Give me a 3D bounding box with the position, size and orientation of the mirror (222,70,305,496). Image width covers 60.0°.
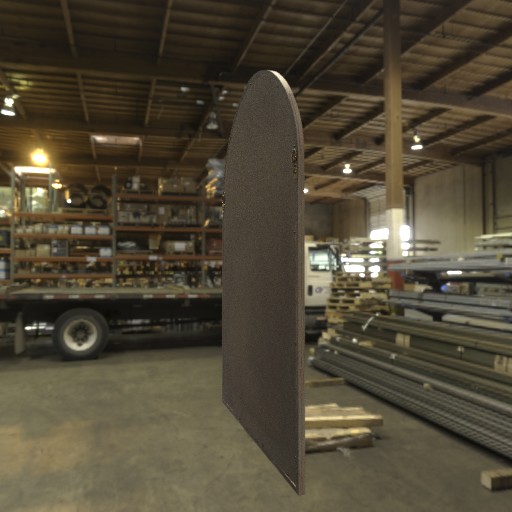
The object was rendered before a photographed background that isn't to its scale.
[{"bbox_3d":[0.000,0.000,1.137,0.032,0.915,0.609,0,-2,-18],"label":"mirror"}]
